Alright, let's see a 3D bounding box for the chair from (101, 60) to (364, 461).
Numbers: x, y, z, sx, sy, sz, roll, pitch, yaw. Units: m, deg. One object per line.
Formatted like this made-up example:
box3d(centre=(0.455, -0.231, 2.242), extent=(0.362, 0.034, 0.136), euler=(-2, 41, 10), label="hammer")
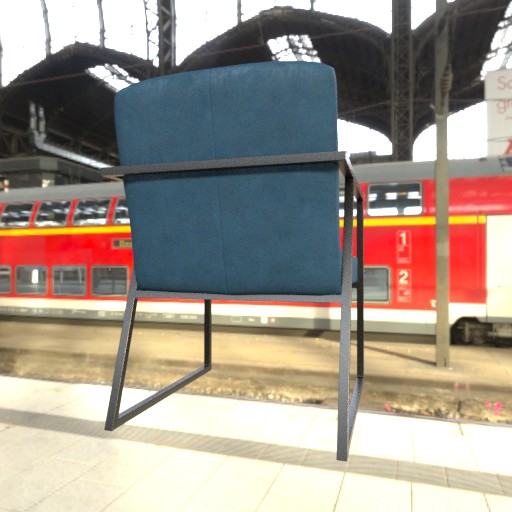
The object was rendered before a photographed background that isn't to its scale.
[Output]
box3d(centre=(0.000, 0.000, 1.272), extent=(0.571, 0.833, 0.677), euler=(0, -1, 17), label="chair")
